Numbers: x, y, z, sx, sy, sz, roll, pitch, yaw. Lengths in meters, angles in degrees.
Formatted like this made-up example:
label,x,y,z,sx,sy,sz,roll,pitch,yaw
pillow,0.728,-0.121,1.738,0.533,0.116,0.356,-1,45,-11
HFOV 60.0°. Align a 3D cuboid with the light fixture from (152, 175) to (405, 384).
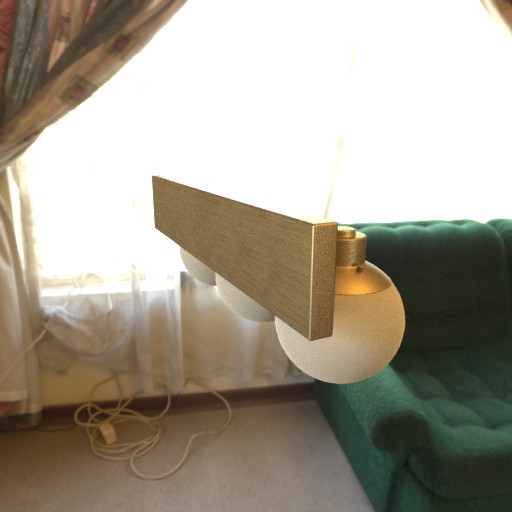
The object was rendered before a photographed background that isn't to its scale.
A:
label,x,y,z,sx,sy,sz,roll,pitch,yaw
light fixture,0.000,0.000,0.849,0.218,0.263,0.721,-7,16,-25
